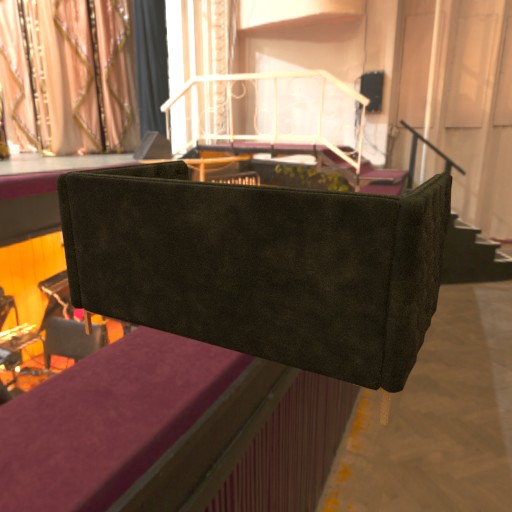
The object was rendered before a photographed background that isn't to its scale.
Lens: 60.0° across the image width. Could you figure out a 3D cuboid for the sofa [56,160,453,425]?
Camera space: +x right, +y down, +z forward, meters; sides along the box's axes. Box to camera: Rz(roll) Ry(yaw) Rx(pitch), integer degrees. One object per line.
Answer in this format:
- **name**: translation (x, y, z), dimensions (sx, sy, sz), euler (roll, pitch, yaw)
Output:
- **sofa**: translation (0.000, 0.000, 2.032), dimensions (1.537, 0.768, 0.895), euler (9, 18, 27)
